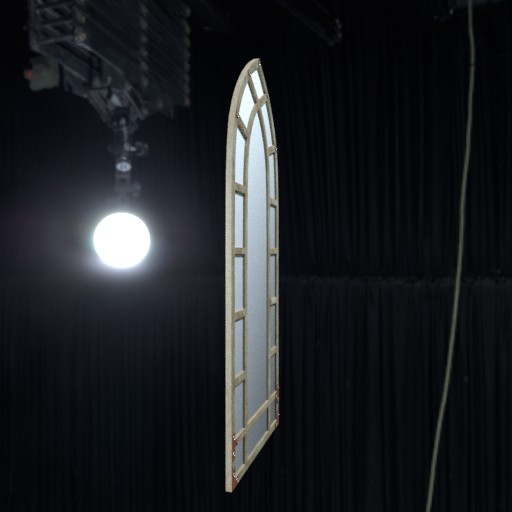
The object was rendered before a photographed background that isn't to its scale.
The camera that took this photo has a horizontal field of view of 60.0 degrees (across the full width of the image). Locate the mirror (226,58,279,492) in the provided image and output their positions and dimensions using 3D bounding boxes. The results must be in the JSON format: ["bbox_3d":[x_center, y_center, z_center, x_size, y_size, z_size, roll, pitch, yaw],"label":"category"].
[{"bbox_3d":[0.000,0.000,1.326,0.025,1.175,0.464,0,0,17],"label":"mirror"}]
